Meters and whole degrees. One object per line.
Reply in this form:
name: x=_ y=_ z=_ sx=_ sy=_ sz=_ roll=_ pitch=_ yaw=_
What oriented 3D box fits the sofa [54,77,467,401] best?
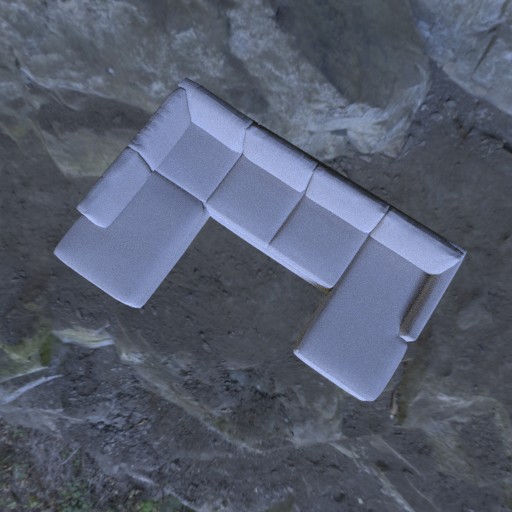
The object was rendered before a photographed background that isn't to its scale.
sofa: x=0.000 y=0.000 z=3.880 sx=2.984 sy=0.862 sz=1.989 roll=34 pitch=79 yaw=8
